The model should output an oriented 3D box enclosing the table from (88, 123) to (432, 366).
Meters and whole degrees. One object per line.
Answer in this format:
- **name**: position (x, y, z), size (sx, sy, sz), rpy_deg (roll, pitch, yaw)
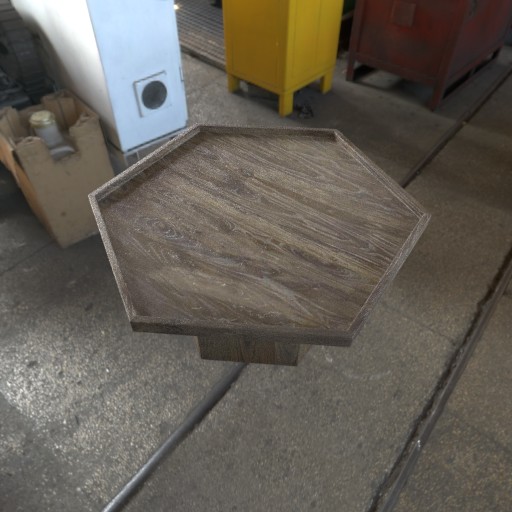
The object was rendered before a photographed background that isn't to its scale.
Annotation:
- **table**: position (0.000, 0.000, 1.610), size (1.115, 0.488, 0.966), rpy_deg (4, 47, 3)
